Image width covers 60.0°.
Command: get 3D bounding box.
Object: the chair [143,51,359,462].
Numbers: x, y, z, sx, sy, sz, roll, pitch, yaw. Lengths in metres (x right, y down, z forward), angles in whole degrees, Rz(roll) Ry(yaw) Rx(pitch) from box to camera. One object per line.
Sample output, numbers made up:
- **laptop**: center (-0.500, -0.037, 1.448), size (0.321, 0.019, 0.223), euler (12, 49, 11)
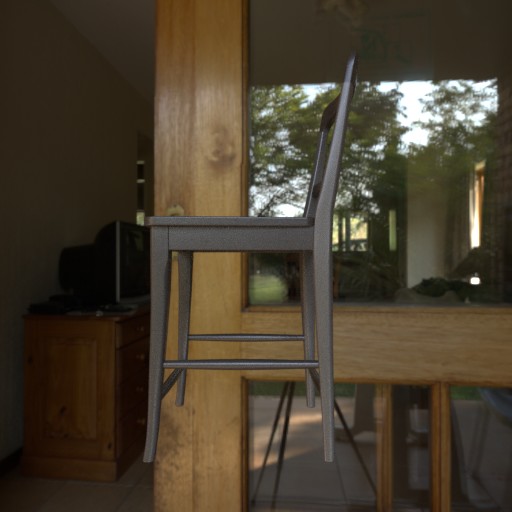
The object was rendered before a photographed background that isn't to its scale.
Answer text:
- **chair**: center (0.000, 0.000, 1.270), size (0.546, 0.991, 0.450), euler (0, 0, 0)
